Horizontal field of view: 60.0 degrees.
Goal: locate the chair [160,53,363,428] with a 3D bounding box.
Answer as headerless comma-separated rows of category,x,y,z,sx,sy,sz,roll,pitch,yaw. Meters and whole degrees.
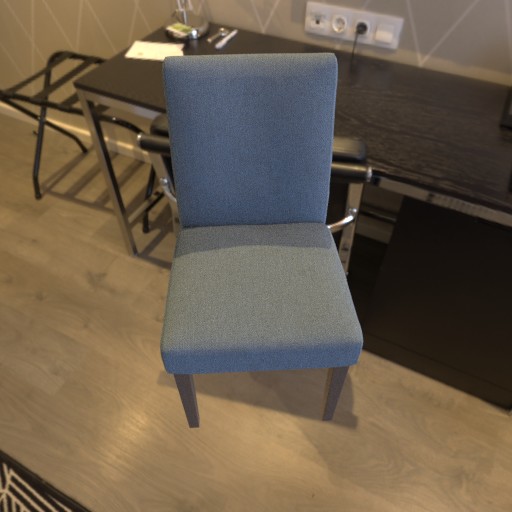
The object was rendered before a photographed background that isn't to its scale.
chair,0.000,0.000,1.235,0.487,0.882,0.629,-2,48,-2
